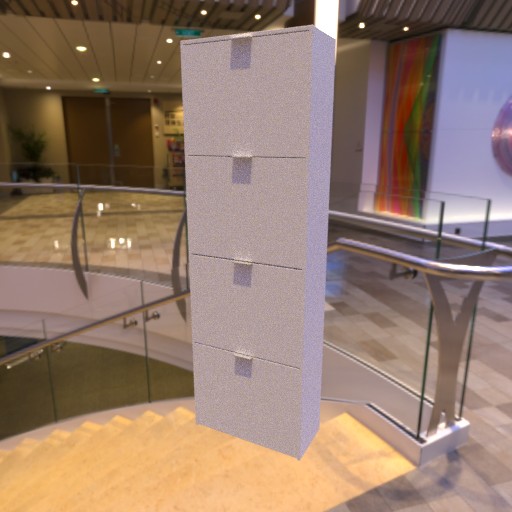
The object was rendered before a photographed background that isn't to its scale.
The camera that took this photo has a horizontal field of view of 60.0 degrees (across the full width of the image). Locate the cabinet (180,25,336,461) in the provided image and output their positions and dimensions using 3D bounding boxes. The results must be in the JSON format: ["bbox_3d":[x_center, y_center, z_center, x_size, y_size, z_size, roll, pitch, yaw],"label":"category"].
[{"bbox_3d":[0.000,0.000,1.822,0.520,1.630,0.255,8,17,27],"label":"cabinet"}]
